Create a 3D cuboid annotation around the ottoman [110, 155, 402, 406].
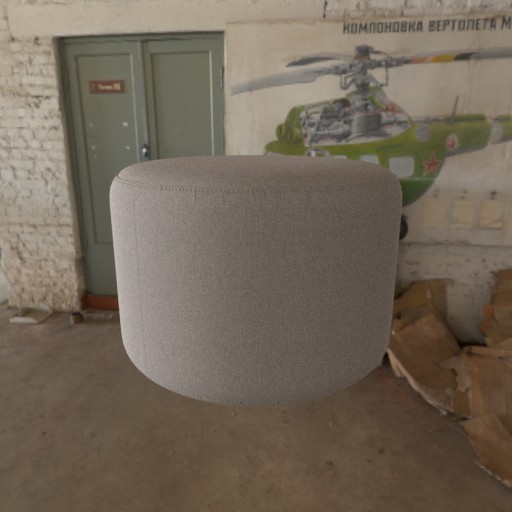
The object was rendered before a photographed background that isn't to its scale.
[{"bbox_3d":[0.000,0.000,1.003,0.608,0.433,0.608,0,16,0],"label":"ottoman"}]
